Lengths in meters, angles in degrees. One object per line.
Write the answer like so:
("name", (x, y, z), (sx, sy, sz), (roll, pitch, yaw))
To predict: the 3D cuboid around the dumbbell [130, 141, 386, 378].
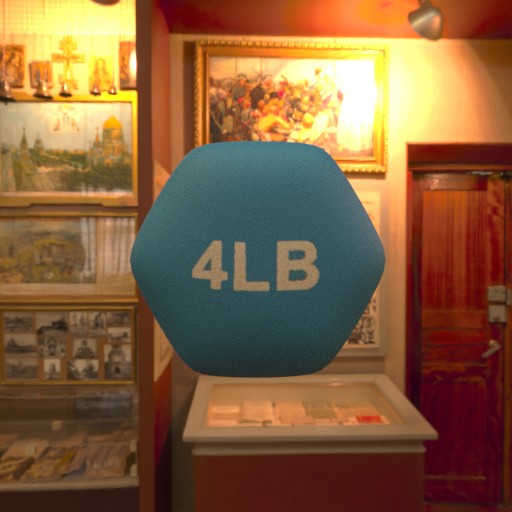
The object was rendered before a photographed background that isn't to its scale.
("dumbbell", (0.000, 0.000, 0.189), (0.074, 0.066, 0.152), (0, 1, 0))
